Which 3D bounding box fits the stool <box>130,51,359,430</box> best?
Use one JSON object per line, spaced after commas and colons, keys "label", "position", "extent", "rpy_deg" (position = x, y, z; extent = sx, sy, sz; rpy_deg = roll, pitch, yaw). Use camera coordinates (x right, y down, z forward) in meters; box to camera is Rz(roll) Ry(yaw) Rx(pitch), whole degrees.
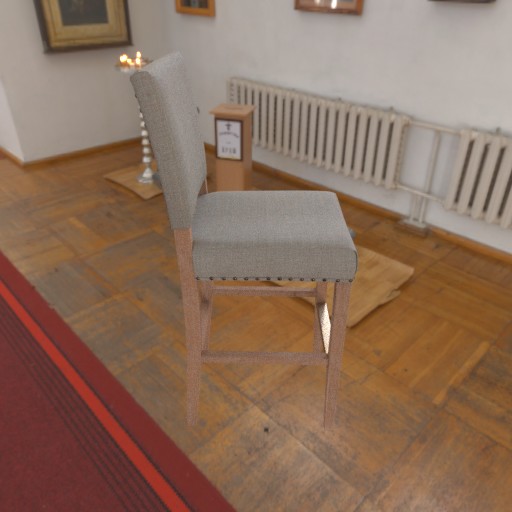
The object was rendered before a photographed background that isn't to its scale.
{"label": "stool", "position": [0.000, 0.000, 1.476], "extent": [0.585, 1.203, 0.445], "rpy_deg": [0, 30, 1]}
